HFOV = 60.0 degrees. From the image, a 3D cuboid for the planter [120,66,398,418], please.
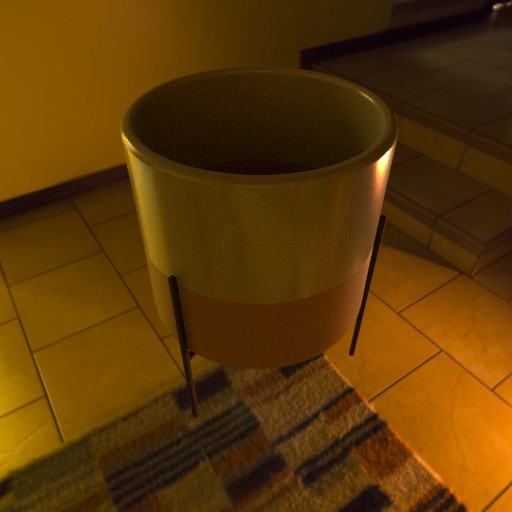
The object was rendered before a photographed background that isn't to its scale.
[{"bbox_3d":[0.000,0.000,0.712,0.348,0.480,0.360,25,47,26],"label":"planter"}]
